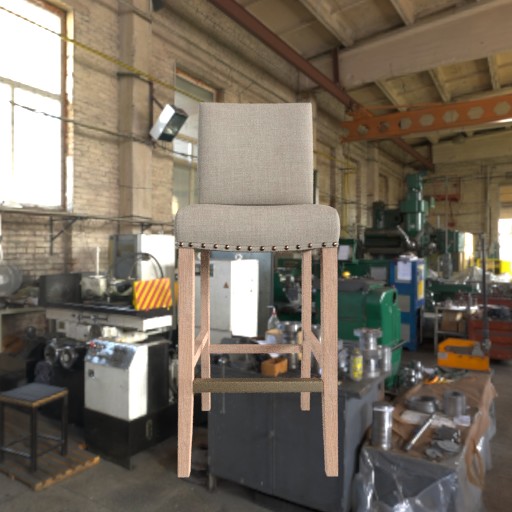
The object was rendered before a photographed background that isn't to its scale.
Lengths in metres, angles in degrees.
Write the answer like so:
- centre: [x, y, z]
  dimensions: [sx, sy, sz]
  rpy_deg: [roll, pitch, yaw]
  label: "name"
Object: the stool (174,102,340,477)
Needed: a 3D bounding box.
- centre: [0.000, 0.000, 1.456]
  dimensions: [0.445, 1.173, 0.585]
  rpy_deg: [0, 0, -1]
  label: "stool"
